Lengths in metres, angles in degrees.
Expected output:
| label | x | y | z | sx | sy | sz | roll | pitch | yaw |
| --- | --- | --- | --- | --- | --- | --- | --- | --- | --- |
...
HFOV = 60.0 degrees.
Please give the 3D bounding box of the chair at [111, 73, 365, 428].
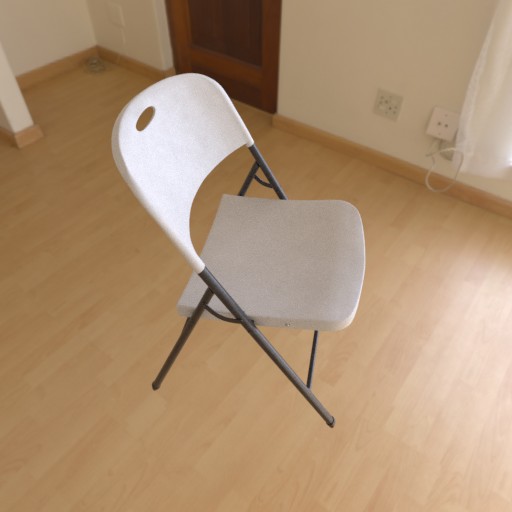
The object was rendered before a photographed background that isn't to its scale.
| label | x | y | z | sx | sy | sz | roll | pitch | yaw |
| --- | --- | --- | --- | --- | --- | --- | --- | --- | --- |
| chair | 0.000 | 0.000 | 1.179 | 0.566 | 0.810 | 0.494 | 9 | 48 | 8 |
